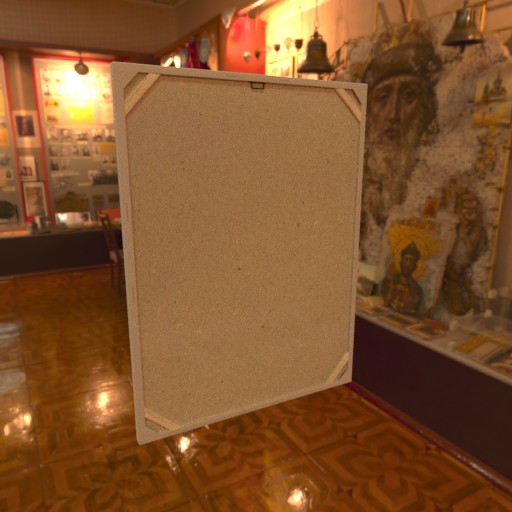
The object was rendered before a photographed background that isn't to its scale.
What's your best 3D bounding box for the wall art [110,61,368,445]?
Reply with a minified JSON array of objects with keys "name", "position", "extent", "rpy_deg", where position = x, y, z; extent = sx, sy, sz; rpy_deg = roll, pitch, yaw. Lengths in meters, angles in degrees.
[{"name":"wall art","position":[0.000,0.000,1.586],"extent":[0.914,1.212,0.038],"rpy_deg":[-7,15,-27]}]
